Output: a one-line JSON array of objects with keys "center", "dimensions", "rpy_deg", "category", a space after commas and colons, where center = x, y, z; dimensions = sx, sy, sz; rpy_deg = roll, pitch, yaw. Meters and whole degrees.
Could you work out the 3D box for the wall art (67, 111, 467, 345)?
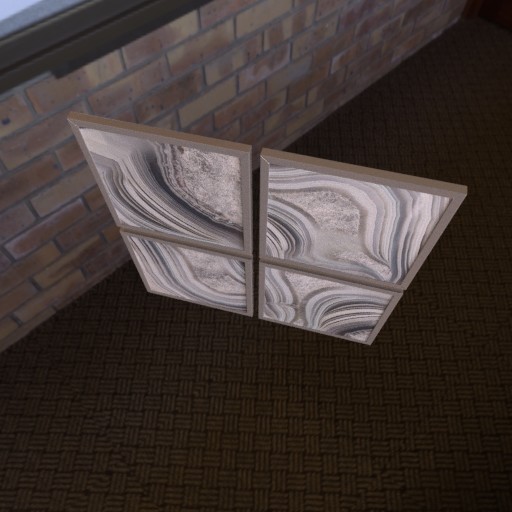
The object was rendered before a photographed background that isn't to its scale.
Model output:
[{"center": [0.000, 0.000, 1.688], "dimensions": [1.118, 1.118, 0.029], "rpy_deg": [12, 60, 7], "category": "wall art"}]
